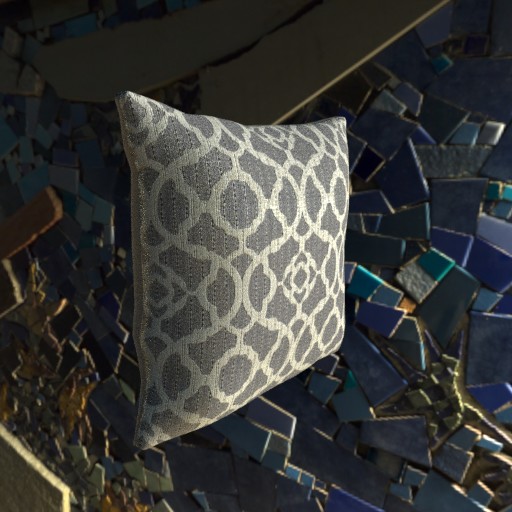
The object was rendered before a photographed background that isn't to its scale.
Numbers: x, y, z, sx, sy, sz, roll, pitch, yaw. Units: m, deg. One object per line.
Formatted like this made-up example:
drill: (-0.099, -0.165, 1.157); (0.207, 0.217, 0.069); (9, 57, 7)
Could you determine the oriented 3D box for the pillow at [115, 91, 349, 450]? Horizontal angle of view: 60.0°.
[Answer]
pillow: (0.000, 0.000, 0.773); (0.215, 0.498, 0.508); (11, 17, 42)
